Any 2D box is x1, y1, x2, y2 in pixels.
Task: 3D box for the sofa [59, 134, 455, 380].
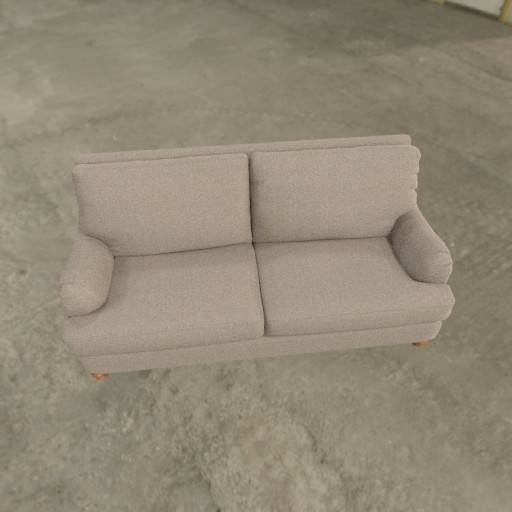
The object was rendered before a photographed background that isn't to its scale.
[{"bbox_3d":[0.000,0.000,2.721,2.160,1.054,1.087,-5,46,-5],"label":"sofa"}]
